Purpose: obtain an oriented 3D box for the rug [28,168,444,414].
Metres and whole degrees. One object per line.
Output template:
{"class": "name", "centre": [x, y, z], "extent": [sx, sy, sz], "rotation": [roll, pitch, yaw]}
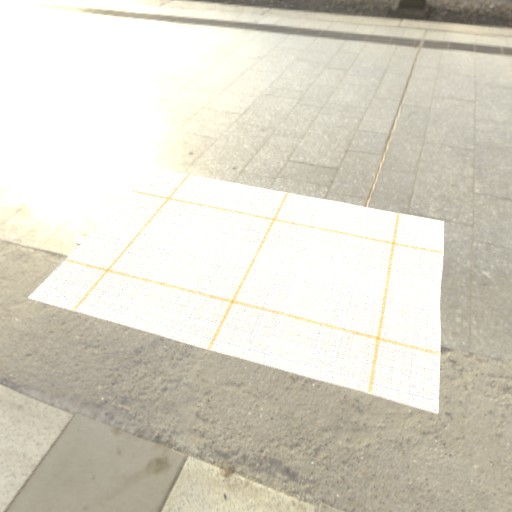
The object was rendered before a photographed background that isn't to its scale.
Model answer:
{"class": "rug", "centre": [0.000, 0.000, 2.275], "extent": [1.825, 0.015, 1.232], "rotation": [13, 43, 14]}
